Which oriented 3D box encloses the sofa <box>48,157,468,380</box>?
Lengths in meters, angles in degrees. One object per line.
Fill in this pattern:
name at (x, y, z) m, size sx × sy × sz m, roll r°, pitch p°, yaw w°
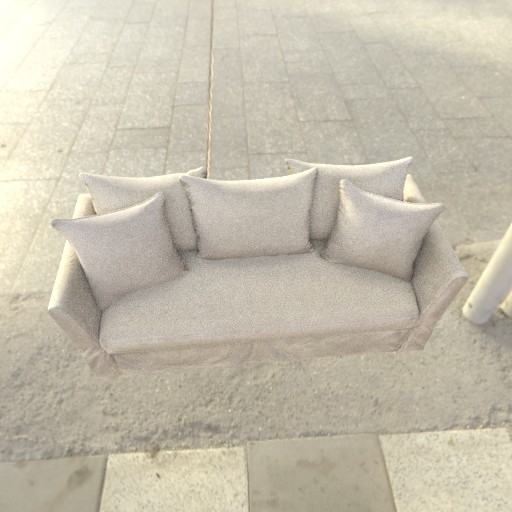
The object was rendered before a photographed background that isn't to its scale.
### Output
sofa at (0.000, 0.000, 2.868) m, size 2.290 × 1.034 × 1.031 m, roll -4°, pitch 47°, yaw -4°
